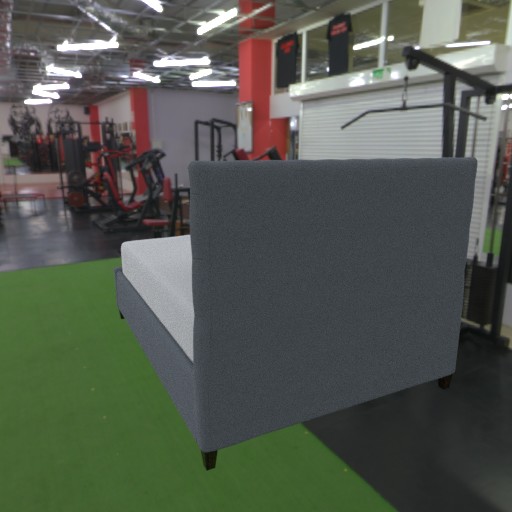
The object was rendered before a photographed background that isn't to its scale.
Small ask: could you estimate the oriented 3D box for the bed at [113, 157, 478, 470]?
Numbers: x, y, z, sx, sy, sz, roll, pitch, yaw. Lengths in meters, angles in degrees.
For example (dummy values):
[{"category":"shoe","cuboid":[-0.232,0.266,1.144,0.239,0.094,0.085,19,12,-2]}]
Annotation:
[{"category":"bed","cuboid":[0.000,0.000,3.217,1.698,1.427,2.231,-7,15,-26]}]
